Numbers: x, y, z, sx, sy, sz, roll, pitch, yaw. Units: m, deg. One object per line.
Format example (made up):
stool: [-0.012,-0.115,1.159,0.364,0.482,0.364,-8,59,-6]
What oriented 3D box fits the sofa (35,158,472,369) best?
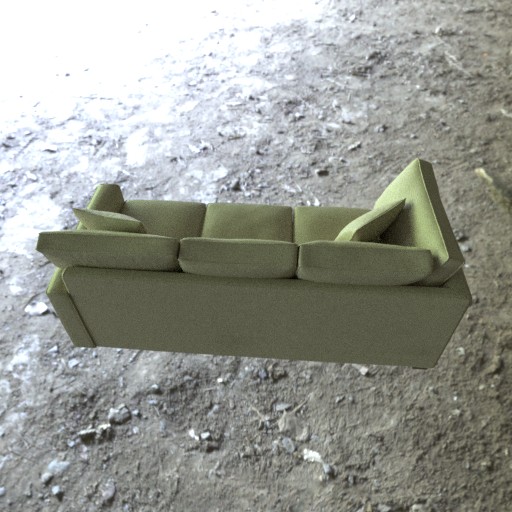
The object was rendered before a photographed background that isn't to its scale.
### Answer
sofa: [0.000,0.000,2.890,2.323,0.948,1.053,3,46,3]
